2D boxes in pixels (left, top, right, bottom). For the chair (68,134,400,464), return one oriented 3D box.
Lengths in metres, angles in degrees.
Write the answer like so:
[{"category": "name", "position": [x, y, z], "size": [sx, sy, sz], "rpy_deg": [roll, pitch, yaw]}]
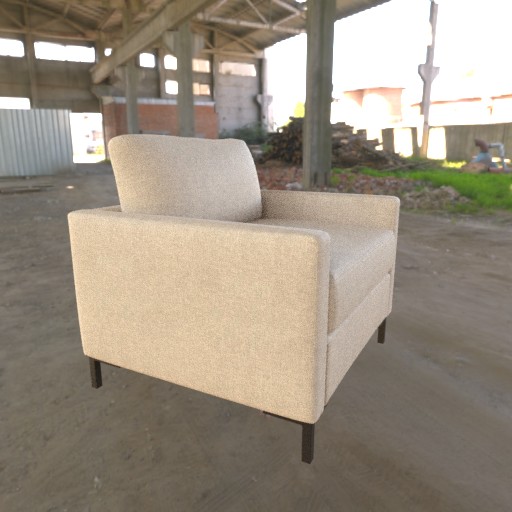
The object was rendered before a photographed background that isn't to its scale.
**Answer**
[{"category": "chair", "position": [0.000, 0.000, 1.636], "size": [0.866, 0.861, 0.963], "rpy_deg": [7, 16, 28]}]
